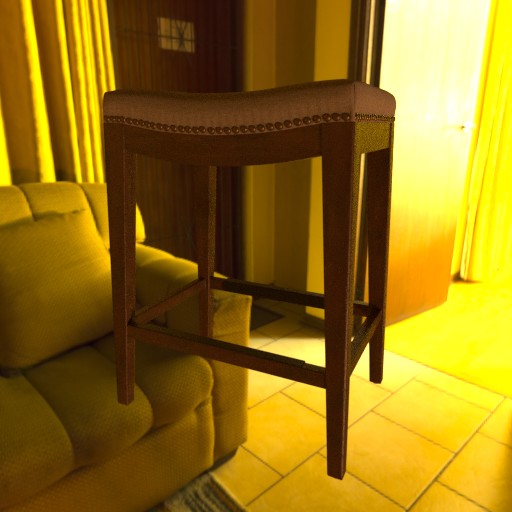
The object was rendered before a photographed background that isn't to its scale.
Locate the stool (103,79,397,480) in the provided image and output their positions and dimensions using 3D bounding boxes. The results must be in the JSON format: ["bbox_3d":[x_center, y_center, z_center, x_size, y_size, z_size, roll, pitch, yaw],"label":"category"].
[{"bbox_3d":[0.000,0.000,0.934,0.508,0.660,0.356,8,18,25],"label":"stool"}]
